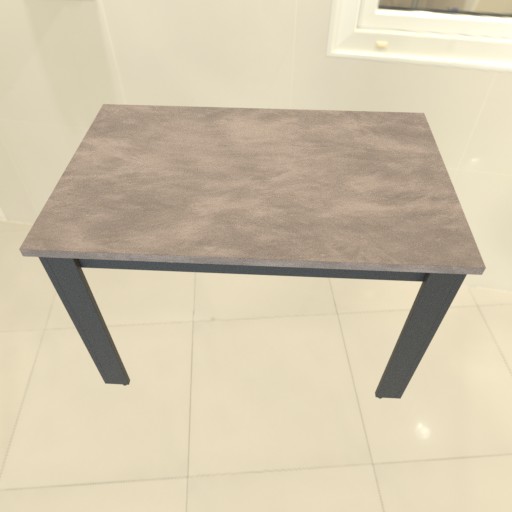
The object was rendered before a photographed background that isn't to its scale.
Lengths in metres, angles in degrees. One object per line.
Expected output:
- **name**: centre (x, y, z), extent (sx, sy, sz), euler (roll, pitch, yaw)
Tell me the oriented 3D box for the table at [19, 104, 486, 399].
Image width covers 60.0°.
- **table**: centre (0.000, 0.000, 1.547), extent (1.100, 0.734, 0.700), euler (2, 47, 2)
